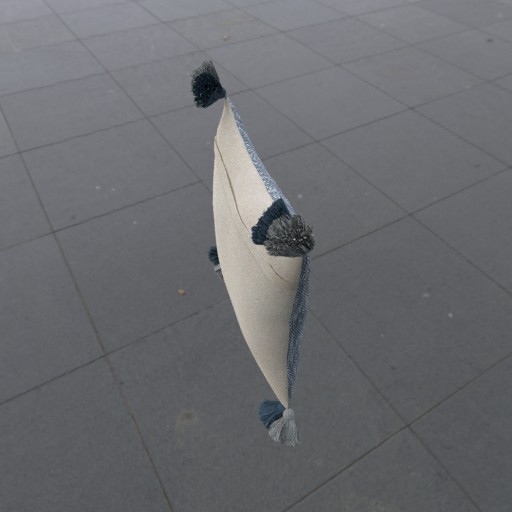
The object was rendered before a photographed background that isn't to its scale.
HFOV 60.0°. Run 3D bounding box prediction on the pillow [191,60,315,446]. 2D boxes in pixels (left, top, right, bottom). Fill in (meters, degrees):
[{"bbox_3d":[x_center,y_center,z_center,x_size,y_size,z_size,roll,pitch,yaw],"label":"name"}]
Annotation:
[{"bbox_3d":[0.000,0.000,0.929,0.138,0.634,0.614,-12,47,-11],"label":"pillow"}]
